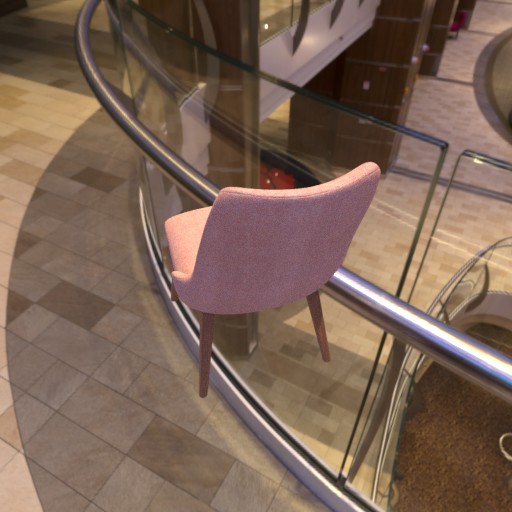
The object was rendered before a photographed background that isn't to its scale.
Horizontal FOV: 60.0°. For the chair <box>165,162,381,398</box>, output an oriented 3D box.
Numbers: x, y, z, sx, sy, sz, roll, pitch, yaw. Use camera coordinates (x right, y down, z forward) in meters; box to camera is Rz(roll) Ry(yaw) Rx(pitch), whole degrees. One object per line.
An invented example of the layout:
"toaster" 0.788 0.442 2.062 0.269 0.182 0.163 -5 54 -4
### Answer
"chair" 0.000 0.000 1.353 0.535 0.918 0.707 -12 43 -13
